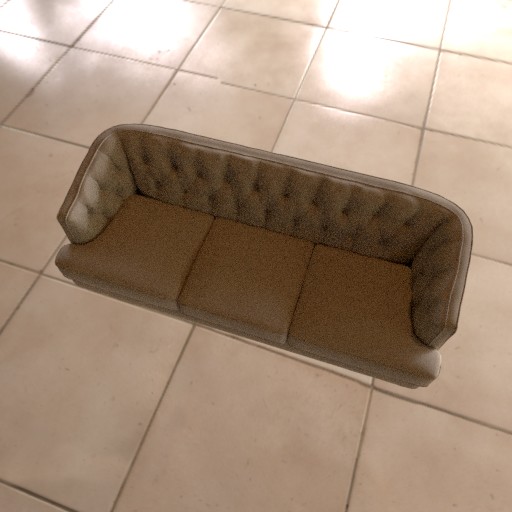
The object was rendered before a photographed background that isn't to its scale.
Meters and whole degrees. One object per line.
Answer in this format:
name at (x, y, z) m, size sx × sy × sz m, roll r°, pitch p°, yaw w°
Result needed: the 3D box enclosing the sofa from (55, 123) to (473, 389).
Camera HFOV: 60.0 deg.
sofa at (0.000, 0.000, 2.708) m, size 2.278 × 0.855 × 0.941 m, roll 15°, pitch 60°, yaw 9°
